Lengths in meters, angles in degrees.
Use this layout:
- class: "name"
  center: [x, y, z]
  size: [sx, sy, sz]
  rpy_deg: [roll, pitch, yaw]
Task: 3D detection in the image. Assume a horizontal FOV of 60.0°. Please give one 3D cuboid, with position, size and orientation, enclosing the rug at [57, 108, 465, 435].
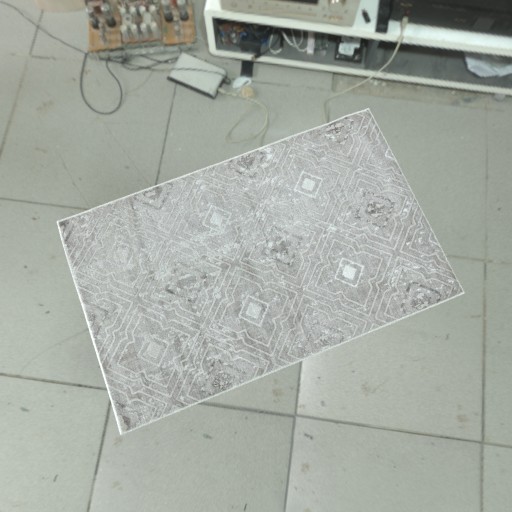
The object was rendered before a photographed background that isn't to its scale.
- class: "rug"
  center: [0.000, 0.000, 3.077]
  size: [2.447, 0.036, 1.537]
  rpy_deg: [-21, 77, -5]
